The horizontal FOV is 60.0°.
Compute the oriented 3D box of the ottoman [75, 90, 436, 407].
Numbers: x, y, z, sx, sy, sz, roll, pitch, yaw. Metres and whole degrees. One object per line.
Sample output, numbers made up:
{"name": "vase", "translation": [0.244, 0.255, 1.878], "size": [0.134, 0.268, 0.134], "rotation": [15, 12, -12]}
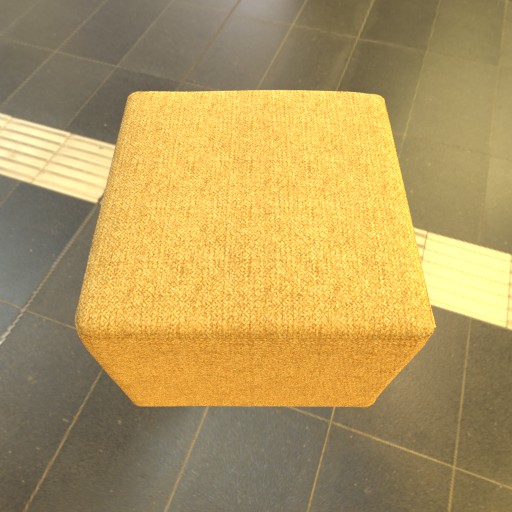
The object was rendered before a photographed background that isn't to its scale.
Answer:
{"name": "ottoman", "translation": [0.000, 0.000, 0.887], "size": [0.505, 0.441, 0.512], "rotation": [0, 58, 0]}
